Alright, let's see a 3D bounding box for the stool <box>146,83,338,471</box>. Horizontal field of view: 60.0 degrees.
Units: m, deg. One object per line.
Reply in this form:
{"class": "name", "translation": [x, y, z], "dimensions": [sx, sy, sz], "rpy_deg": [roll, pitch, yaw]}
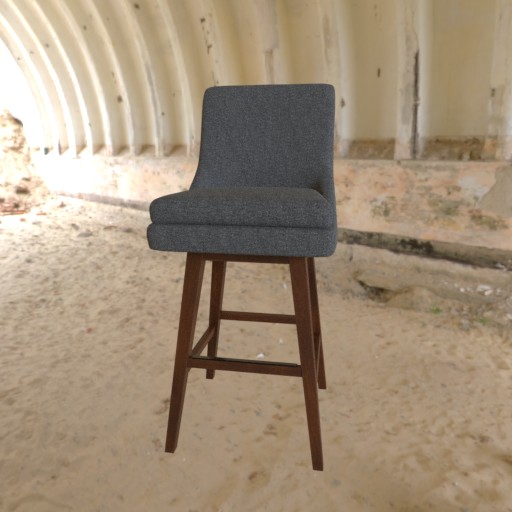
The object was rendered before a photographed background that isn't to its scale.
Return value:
{"class": "stool", "translation": [0.000, 0.000, 1.378], "dimensions": [0.489, 1.068, 0.572], "rpy_deg": [2, 14, 10]}
